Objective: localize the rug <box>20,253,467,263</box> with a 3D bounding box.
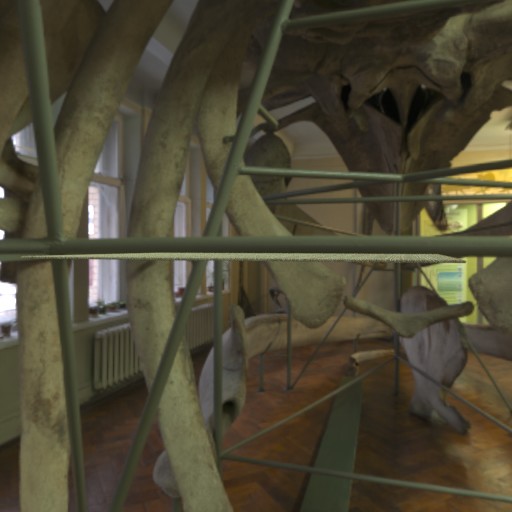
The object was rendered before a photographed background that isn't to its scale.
[{"bbox_3d":[0.000,0.000,2.284,1.824,0.010,1.240,0,1,18],"label":"rug"}]
